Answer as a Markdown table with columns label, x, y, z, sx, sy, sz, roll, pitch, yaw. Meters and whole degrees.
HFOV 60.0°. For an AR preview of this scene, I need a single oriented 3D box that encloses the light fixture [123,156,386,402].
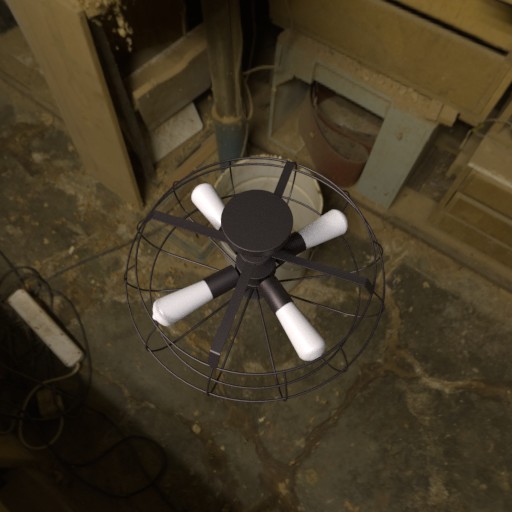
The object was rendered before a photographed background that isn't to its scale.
| label | x | y | z | sx | sy | sz | roll | pitch | yaw |
| --- | --- | --- | --- | --- | --- | --- | --- | --- | --- |
| light fixture | 0.000 | 0.000 | 0.944 | 0.582 | 0.311 | 0.582 | 0 | 65 | 0 |
